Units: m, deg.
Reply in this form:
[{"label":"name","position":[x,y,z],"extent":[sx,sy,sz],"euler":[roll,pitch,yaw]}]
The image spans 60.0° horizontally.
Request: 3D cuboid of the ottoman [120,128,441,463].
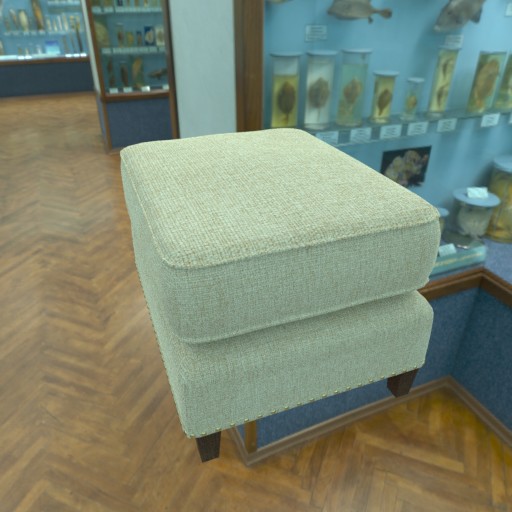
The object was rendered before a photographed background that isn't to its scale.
[{"label":"ottoman","position":[0.000,0.000,1.163],"extent":[0.589,0.537,0.738],"euler":[-11,33,-18]}]
